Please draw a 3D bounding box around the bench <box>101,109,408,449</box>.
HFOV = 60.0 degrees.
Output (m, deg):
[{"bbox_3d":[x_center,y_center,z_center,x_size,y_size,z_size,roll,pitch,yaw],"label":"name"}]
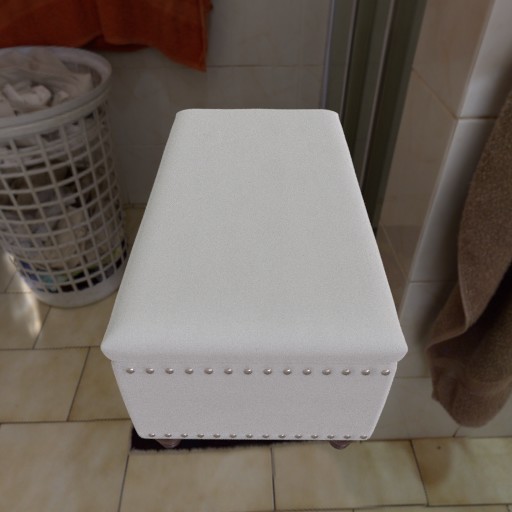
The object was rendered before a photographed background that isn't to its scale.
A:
[{"bbox_3d":[0.000,0.000,1.169,0.500,0.449,0.887,0,42,0],"label":"bench"}]
